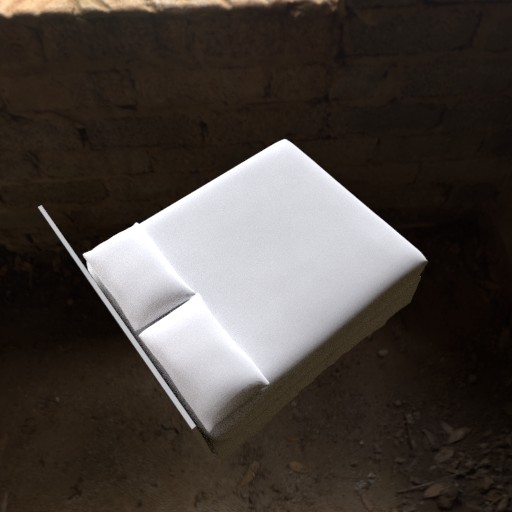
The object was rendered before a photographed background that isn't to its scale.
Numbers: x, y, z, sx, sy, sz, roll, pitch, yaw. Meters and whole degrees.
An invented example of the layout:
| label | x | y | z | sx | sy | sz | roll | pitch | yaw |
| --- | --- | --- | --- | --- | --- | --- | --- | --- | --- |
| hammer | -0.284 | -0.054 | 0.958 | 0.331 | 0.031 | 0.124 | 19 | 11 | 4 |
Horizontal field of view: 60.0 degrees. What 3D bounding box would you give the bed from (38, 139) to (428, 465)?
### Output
| label | x | y | z | sx | sy | sz | roll | pitch | yaw |
| --- | --- | --- | --- | --- | --- | --- | --- | --- | --- |
| bed | 0.000 | 0.000 | 3.232 | 2.094 | 1.335 | 1.745 | -35 | 65 | -19 |
